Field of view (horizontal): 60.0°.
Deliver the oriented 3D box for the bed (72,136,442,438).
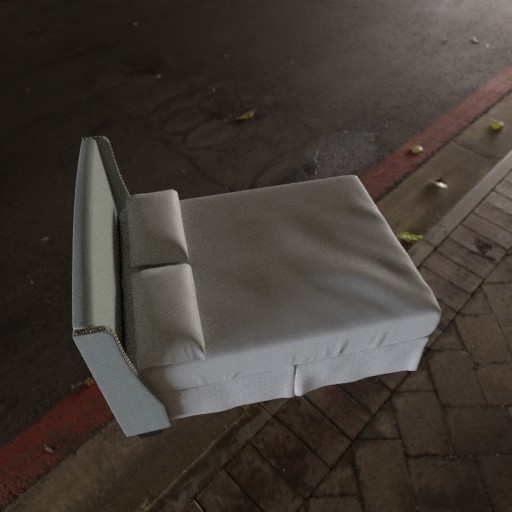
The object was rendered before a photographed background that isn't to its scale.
[{"bbox_3d":[0.000,0.000,3.246,2.237,1.407,1.710,-10,48,-9],"label":"bed"}]
